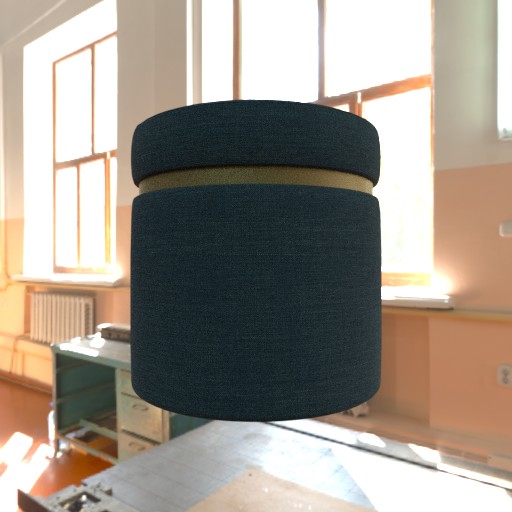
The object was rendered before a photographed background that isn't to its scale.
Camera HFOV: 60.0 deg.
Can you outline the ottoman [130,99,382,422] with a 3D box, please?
[{"bbox_3d":[0.000,0.000,0.730,0.398,0.406,0.398,0,0,0],"label":"ottoman"}]
